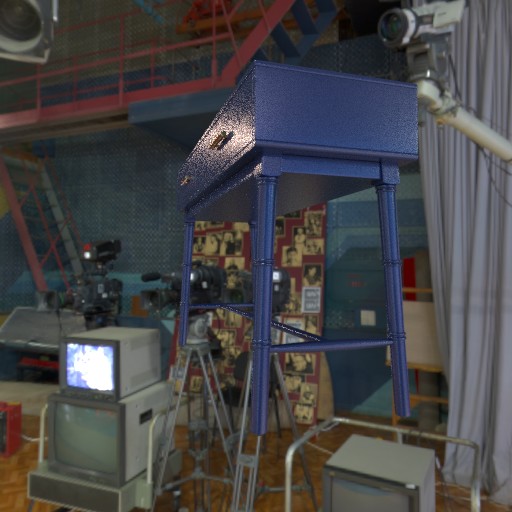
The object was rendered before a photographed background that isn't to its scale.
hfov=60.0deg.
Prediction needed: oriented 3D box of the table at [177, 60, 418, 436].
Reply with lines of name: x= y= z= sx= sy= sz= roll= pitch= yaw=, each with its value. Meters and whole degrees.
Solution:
table: x=0.000 y=0.000 z=1.449 sx=0.399 sy=0.749 sz=1.118 roll=0 pitch=-1 yaw=-18
